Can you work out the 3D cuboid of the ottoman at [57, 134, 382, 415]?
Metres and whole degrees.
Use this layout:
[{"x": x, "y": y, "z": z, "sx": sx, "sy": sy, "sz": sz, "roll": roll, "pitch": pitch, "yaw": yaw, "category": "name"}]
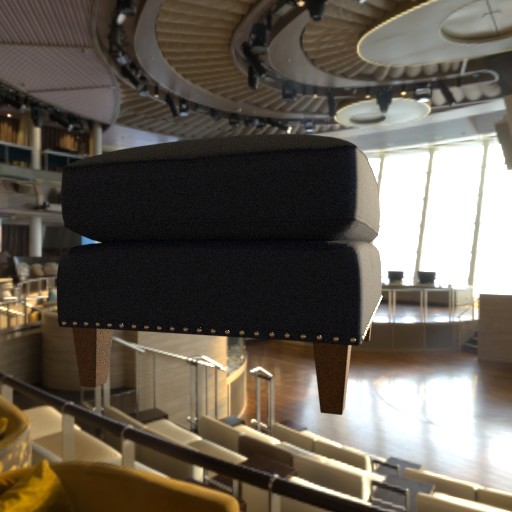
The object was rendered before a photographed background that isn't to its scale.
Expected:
[{"x": 0.000, "y": 0.000, "z": 1.115, "sx": 0.584, "sy": 0.513, "sz": 0.741, "roll": 0, "pitch": 0, "yaw": 18, "category": "ottoman"}]
